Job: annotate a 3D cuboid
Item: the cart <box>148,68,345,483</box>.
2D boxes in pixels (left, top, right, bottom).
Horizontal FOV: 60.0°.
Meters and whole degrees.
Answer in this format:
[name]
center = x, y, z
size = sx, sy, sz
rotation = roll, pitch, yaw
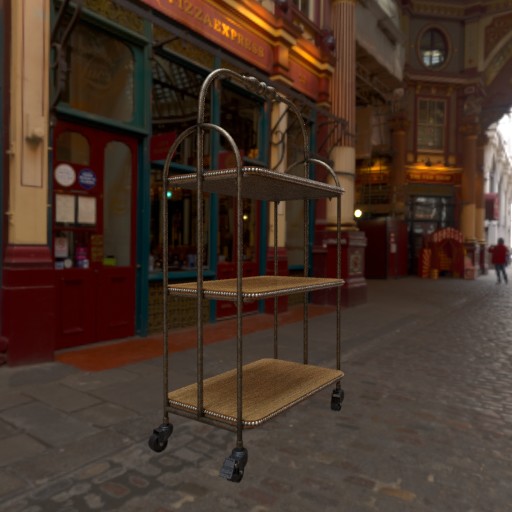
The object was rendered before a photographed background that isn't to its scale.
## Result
[cart]
center = 0.000, 0.000, 1.334
size = 0.330, 1.052, 0.650
rotation = 1, 1, 36
